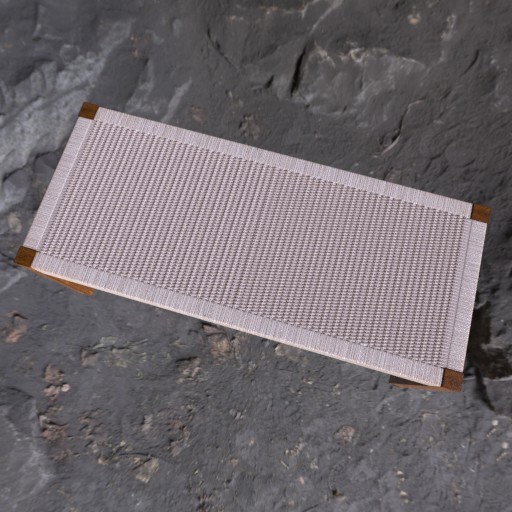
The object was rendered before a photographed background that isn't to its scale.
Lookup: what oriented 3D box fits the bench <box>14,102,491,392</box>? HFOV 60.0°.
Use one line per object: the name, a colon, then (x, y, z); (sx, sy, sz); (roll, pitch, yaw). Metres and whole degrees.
bench: (0.000, 0.000, 1.418); (1.198, 0.457, 0.507); (16, 76, 4)
